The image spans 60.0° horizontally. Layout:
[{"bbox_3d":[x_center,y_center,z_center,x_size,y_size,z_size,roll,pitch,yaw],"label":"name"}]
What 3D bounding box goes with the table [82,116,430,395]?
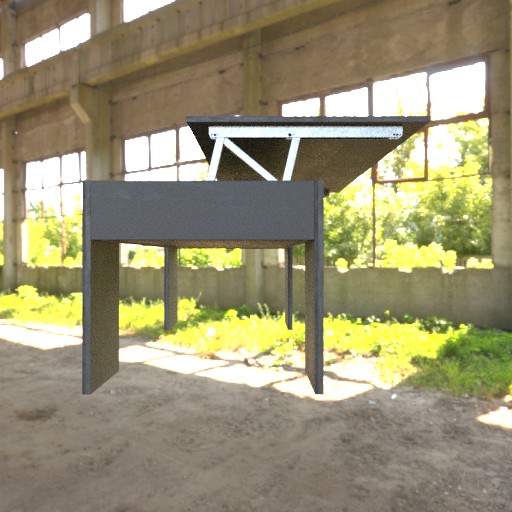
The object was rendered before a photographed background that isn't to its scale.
[{"bbox_3d":[0.000,0.000,1.401,0.711,0.570,1.000,0,0,0],"label":"table"}]
